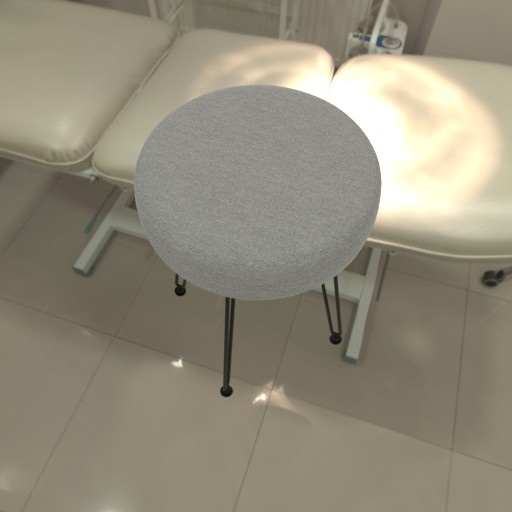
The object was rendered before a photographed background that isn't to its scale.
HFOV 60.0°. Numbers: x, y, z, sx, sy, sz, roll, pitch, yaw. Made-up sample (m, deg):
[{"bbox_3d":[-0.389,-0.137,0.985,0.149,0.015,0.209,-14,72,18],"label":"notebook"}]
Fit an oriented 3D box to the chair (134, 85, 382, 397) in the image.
[{"bbox_3d":[0.000,0.000,0.701,0.350,0.440,0.350,16,60,10],"label":"chair"}]
